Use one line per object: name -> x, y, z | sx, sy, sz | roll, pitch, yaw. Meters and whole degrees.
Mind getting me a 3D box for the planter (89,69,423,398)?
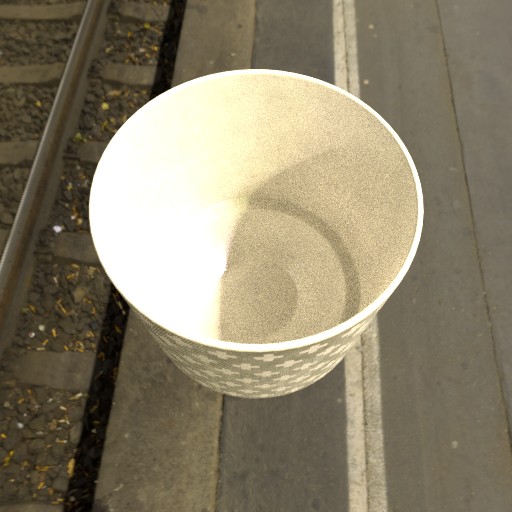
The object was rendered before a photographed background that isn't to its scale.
planter -> 0.000, 0.000, 0.441 | 0.250, 0.239, 0.250 | 0, 64, 0
